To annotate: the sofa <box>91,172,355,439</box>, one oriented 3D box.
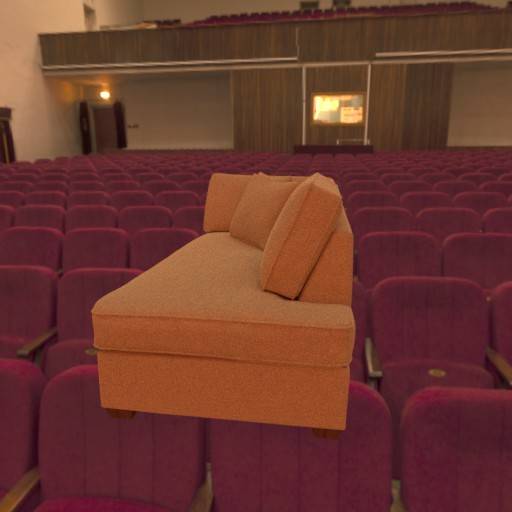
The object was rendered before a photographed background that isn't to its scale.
[{"bbox_3d":[0.000,0.000,2.806,1.110,1.033,2.237,2,13,8],"label":"sofa"}]
